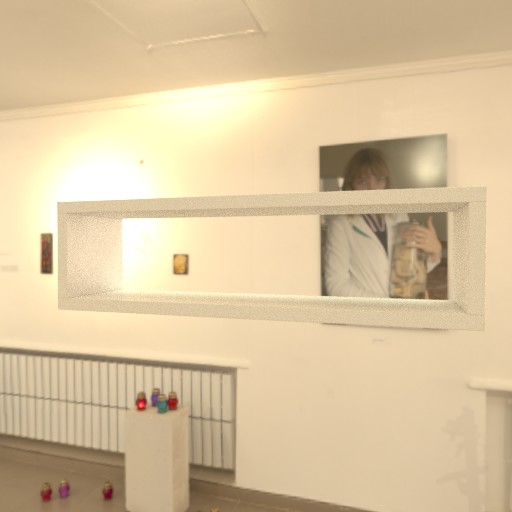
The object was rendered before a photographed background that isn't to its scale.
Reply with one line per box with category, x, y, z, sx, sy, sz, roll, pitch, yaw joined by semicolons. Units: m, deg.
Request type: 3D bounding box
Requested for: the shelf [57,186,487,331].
shelf;0.000;0.000;0.680;0.610;0.170;0.150;0;1;17
